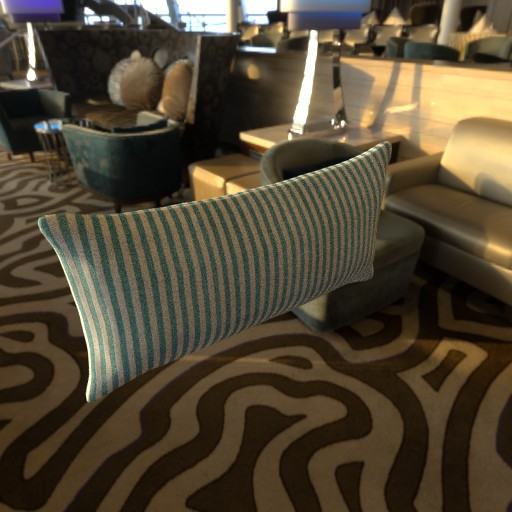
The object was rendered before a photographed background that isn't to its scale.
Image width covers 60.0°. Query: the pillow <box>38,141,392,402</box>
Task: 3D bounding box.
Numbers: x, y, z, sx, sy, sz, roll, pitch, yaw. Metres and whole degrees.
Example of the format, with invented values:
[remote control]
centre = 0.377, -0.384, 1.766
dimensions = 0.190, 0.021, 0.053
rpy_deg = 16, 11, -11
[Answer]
[pillow]
centre = 0.000, 0.000, 0.735
dimensions = 0.617, 0.295, 0.151
rpy_deg = -19, 34, -31
